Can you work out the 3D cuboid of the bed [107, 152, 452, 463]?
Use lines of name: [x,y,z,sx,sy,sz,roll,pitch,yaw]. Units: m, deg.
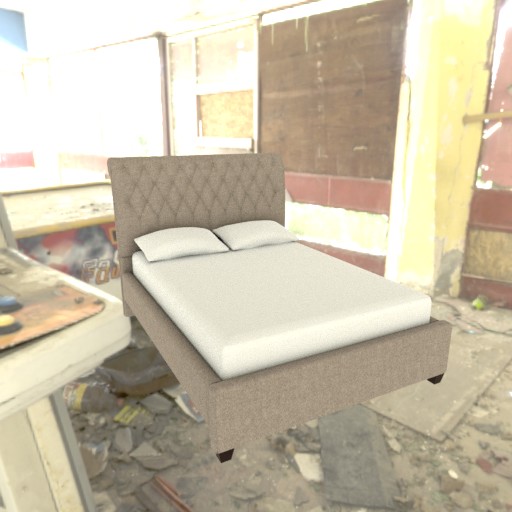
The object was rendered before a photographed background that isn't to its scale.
bed: [0.000,0.000,3.310,1.645,1.371,2.252,-8,18,-27]
